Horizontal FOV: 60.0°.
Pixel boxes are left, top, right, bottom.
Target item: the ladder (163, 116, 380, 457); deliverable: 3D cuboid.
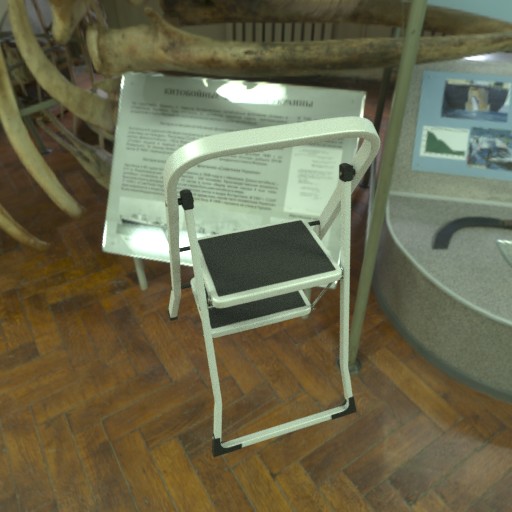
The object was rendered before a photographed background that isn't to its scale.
[{"bbox_3d":[0.000,0.000,1.120,0.460,0.810,0.544,-12,41,-14],"label":"ladder"}]
